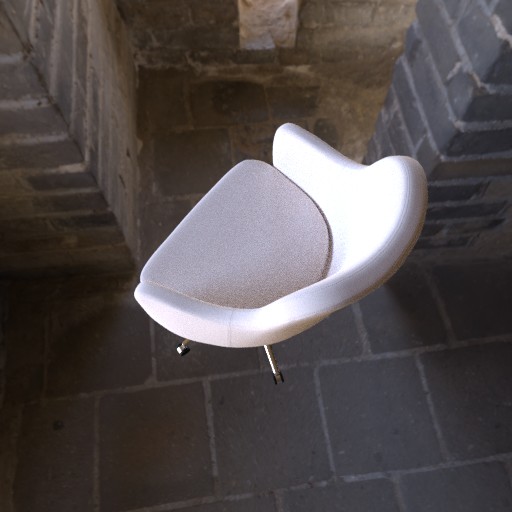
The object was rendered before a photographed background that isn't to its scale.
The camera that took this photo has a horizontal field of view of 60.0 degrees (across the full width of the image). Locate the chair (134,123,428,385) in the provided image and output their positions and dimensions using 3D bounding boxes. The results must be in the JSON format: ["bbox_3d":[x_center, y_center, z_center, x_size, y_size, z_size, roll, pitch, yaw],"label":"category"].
[{"bbox_3d":[0.000,0.000,1.193,0.647,0.819,0.602,32,68,15],"label":"chair"}]
